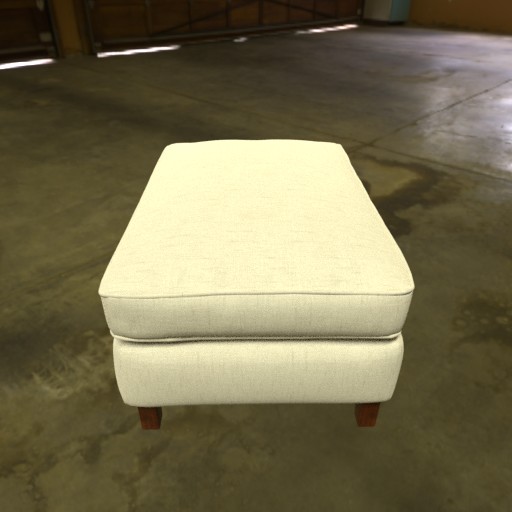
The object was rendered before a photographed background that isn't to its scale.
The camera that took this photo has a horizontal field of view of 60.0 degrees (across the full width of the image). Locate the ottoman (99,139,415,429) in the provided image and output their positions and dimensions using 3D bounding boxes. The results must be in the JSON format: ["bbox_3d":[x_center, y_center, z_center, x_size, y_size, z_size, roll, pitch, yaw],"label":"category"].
[{"bbox_3d":[0.000,0.000,0.971,0.501,0.406,0.665,0,33,-1],"label":"ottoman"}]
